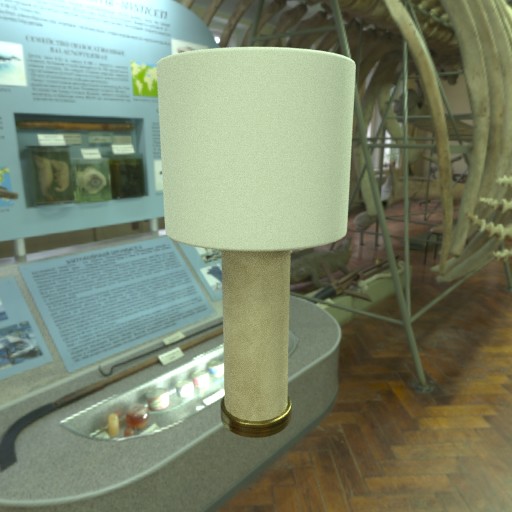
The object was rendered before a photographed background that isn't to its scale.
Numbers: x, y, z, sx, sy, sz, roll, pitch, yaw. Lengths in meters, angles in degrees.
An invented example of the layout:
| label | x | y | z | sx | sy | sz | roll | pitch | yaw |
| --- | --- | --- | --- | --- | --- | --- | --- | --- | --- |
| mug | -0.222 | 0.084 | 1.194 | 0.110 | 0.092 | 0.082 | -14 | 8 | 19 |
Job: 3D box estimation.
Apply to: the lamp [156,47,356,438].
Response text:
| label | x | y | z | sx | sy | sz | roll | pitch | yaw |
| --- | --- | --- | --- | --- | --- | --- | --- | --- | --- |
| lamp | 0.000 | 0.000 | 0.772 | 0.305 | 0.634 | 0.305 | 3 | 15 | 10 |
